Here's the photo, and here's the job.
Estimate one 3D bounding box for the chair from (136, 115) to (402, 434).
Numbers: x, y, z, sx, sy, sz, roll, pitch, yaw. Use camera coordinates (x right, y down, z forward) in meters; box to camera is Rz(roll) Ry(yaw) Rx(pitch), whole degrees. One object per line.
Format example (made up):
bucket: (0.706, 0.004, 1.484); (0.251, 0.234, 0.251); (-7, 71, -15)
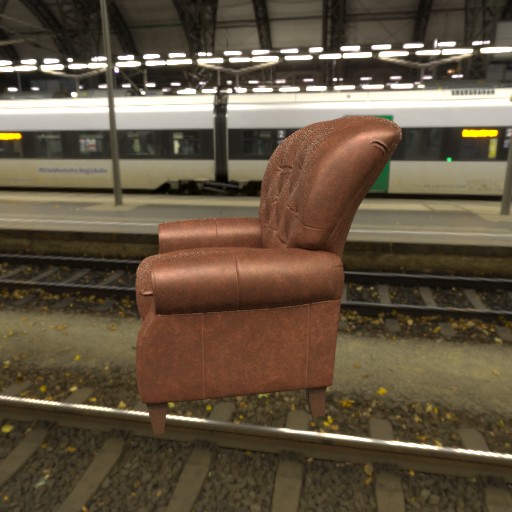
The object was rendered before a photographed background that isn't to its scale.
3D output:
chair: (0.000, 0.000, 1.946); (1.031, 1.162, 0.979); (-2, 14, -10)
